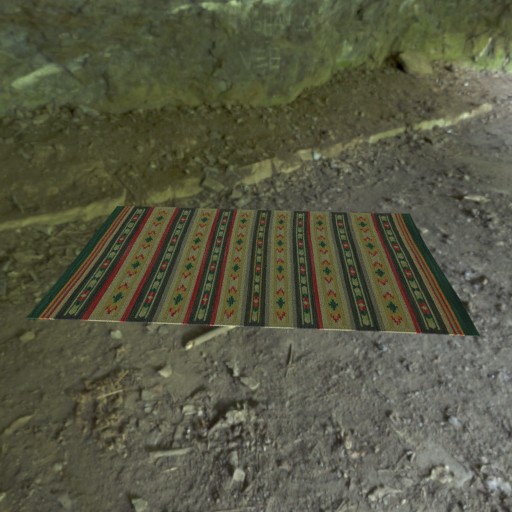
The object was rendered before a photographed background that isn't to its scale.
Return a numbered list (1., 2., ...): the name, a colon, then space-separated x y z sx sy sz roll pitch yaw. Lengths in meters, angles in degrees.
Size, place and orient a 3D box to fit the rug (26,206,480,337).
1. rug: 0.000 0.000 3.030 2.447 0.011 1.520 2 30 3
